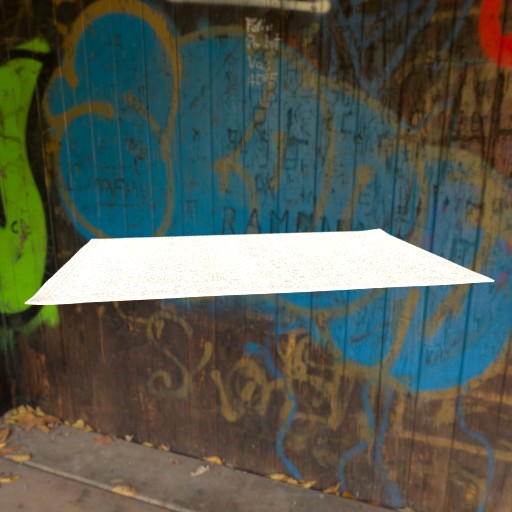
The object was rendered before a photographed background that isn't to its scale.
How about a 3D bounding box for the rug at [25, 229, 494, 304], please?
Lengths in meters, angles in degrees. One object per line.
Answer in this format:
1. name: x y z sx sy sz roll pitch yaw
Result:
1. rug: 0.000 0.000 2.383 1.947 0.023 1.214 -2 14 -8
